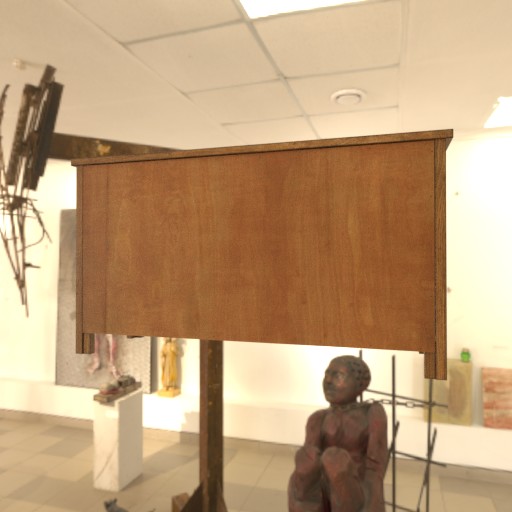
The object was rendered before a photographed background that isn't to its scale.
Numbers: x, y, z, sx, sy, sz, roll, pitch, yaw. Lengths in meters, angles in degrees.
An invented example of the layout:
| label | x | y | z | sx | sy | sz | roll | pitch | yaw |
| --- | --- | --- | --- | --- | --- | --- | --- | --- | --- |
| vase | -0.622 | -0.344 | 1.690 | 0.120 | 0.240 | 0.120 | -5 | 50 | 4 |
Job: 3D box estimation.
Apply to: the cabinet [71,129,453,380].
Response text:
| label | x | y | z | sx | sy | sz | roll | pitch | yaw |
| --- | --- | --- | --- | --- | --- | --- | --- | --- | --- |
| cabinet | 0.000 | 0.000 | 1.867 | 1.474 | 0.813 | 0.480 | 0 | -1 | 17 |
